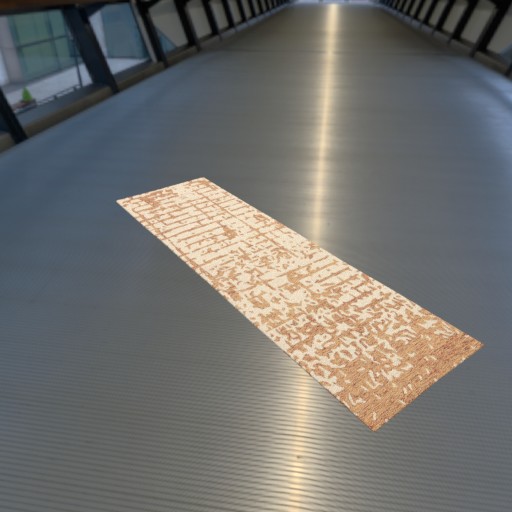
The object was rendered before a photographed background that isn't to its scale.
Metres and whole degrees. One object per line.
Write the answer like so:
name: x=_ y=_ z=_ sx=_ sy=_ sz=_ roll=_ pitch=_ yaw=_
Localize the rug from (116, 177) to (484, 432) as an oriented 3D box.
rug: x=0.000 y=0.000 z=2.633 sx=0.750 sy=0.011 sz=2.435 roll=-22 pitch=39 yaw=-30
